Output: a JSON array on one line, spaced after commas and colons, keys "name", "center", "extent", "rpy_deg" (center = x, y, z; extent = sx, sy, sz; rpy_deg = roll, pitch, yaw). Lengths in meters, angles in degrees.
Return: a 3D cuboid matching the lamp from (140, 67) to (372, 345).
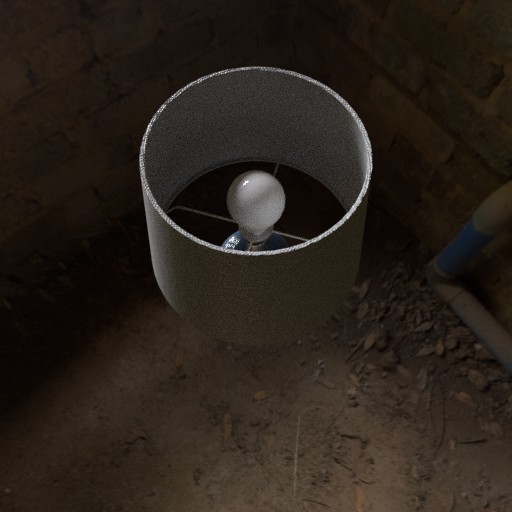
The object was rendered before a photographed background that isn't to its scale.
[{"name": "lamp", "center": [0.000, 0.000, 0.575], "extent": [0.253, 0.428, 0.253], "rpy_deg": [0, 65, 0]}]
